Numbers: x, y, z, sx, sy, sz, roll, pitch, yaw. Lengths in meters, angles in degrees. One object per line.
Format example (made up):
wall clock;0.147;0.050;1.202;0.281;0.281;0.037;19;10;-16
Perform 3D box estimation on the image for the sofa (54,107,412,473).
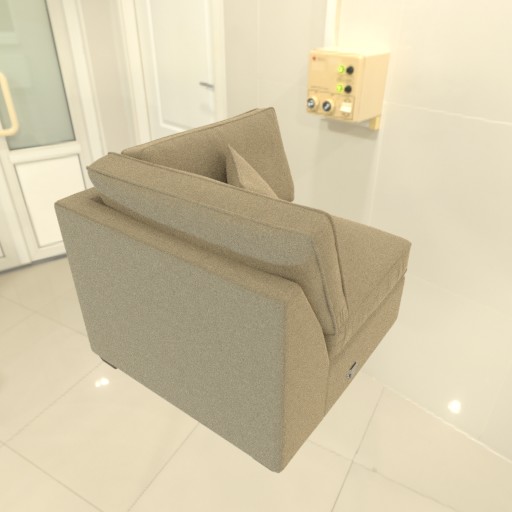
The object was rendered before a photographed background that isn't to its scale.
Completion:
sofa;0.000;0.000;1.953;1.084;1.002;1.146;21;37;31
